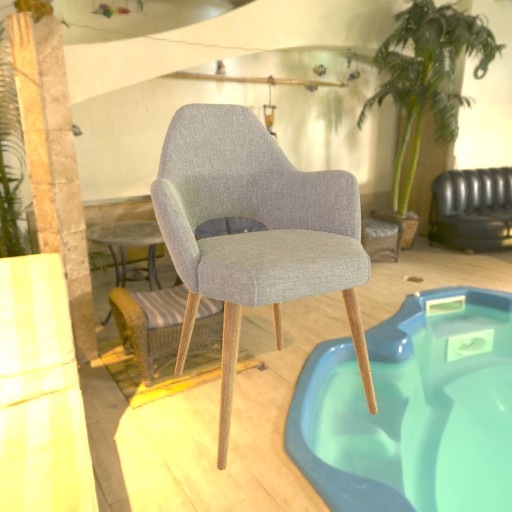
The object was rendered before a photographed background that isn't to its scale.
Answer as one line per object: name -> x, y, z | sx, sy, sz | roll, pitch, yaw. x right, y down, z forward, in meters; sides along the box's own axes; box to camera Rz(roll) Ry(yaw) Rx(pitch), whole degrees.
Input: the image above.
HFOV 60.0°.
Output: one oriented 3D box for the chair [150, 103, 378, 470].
chair -> 0.000, 0.000, 1.253 | 0.590, 0.840, 0.610 | -8, 18, -26
